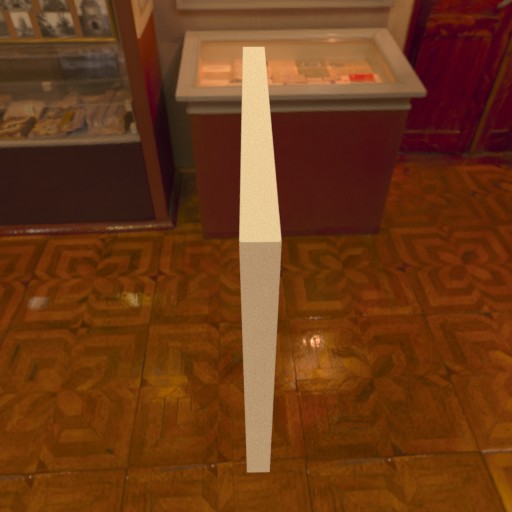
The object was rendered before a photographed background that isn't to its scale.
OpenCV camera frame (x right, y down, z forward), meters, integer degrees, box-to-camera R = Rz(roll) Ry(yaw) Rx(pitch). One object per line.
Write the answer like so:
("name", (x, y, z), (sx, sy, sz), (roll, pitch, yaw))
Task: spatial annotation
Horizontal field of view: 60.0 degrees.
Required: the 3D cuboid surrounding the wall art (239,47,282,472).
("wall art", (0.000, 0.000, 0.747), (0.037, 0.508, 0.508), (-1, 43, -1))
